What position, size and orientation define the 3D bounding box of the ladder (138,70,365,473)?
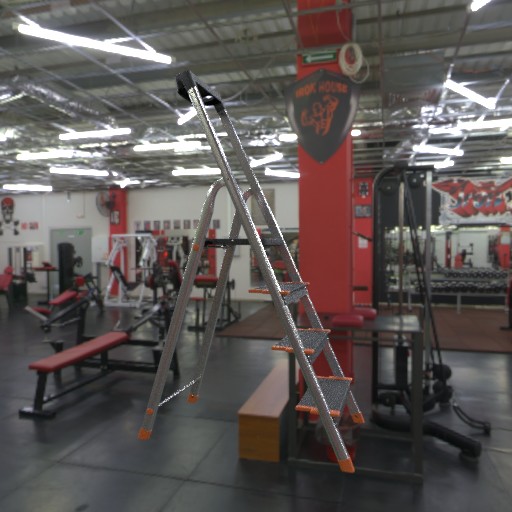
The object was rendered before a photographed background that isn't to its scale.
[{"bbox_3d":[0.000,0.000,1.799,0.834,1.429,0.452,1,2,18],"label":"ladder"}]
